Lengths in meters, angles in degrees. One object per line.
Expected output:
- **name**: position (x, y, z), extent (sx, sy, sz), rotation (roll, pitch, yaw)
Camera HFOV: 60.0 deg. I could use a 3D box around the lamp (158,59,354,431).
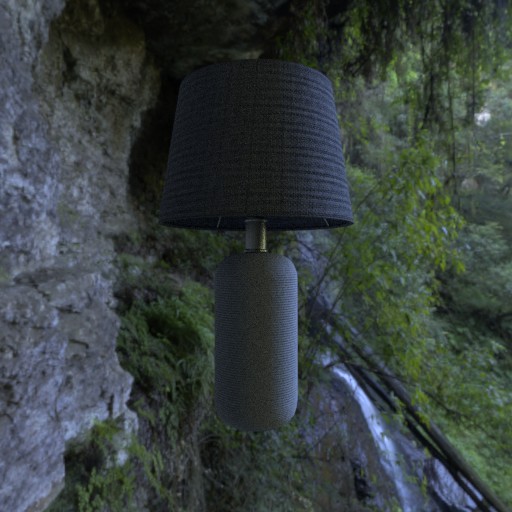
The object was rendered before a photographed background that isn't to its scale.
- **lamp**: position (0.000, 0.000, 0.581), extent (0.251, 0.429, 0.251), rotation (0, -1, 0)
